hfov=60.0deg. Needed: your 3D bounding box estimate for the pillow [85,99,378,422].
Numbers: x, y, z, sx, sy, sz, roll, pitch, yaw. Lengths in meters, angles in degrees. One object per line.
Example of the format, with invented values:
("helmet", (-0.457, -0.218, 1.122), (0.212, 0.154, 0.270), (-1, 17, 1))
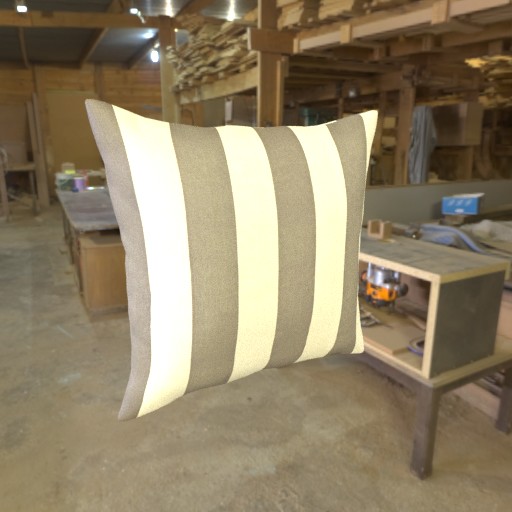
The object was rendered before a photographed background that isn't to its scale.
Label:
("pillow", (0.000, 0.000, 0.783), (0.522, 0.507, 0.192), (-7, 17, -26))
